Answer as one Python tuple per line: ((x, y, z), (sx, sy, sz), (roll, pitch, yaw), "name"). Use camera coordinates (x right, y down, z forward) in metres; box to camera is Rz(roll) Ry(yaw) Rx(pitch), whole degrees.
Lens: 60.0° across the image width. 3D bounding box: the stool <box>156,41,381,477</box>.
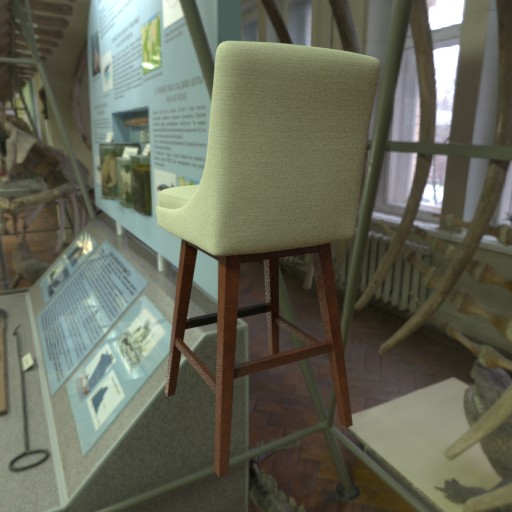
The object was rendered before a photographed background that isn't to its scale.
((0.000, 0.000, 1.359), (0.470, 1.097, 0.559), (-8, 17, -28), "stool")
